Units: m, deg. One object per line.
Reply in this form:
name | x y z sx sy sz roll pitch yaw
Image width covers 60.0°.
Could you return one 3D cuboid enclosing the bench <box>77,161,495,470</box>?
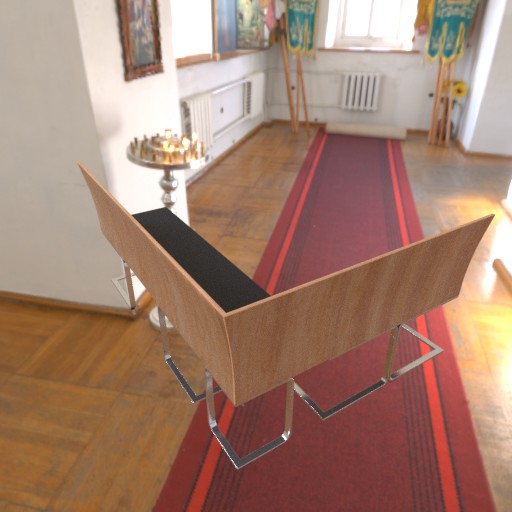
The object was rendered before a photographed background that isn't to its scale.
bench | 0.000 0.000 2.724 1.495 0.930 1.945 -18 34 -28
